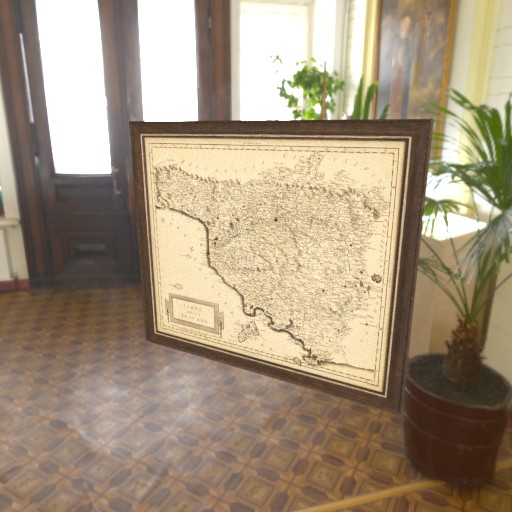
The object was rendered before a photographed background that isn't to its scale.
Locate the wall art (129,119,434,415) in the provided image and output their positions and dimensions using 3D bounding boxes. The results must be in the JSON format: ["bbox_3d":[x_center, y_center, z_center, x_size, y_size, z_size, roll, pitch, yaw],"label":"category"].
[{"bbox_3d":[0.000,0.000,1.494,1.033,0.875,0.023,9,18,27],"label":"wall art"}]
